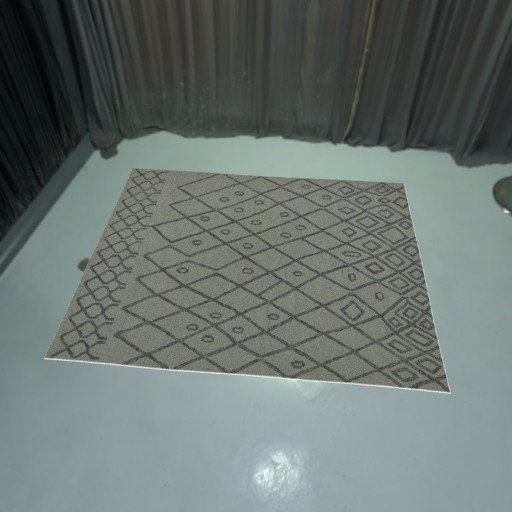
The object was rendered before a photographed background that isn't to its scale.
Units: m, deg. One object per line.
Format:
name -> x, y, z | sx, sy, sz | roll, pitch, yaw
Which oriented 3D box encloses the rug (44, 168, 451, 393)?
rug -> 0.000, 0.000, 4.118 | 3.046, 0.015, 2.446 | 4, 47, 4
